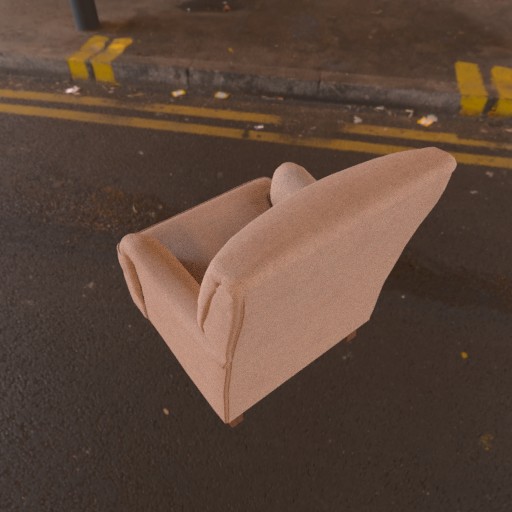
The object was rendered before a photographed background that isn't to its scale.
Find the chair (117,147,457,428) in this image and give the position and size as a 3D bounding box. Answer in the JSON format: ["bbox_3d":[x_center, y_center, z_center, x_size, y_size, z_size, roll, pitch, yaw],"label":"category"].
[{"bbox_3d":[0.000,0.000,1.798,0.879,1.119,0.953,-29,52,-26],"label":"chair"}]
